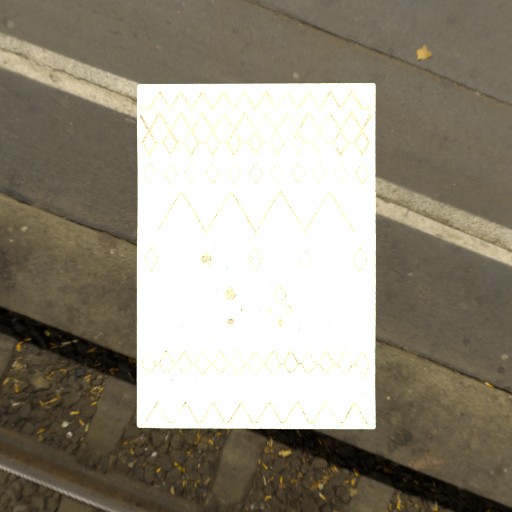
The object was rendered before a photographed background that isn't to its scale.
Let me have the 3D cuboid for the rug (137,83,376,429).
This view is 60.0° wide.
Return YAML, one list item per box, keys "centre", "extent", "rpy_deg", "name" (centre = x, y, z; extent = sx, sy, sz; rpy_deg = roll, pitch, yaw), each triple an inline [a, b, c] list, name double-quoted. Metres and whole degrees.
- centre: [0.000, 0.000, 2.344]
  extent: [1.260, 0.009, 1.820]
  rpy_deg: [0, 90, 1]
  name: "rug"
